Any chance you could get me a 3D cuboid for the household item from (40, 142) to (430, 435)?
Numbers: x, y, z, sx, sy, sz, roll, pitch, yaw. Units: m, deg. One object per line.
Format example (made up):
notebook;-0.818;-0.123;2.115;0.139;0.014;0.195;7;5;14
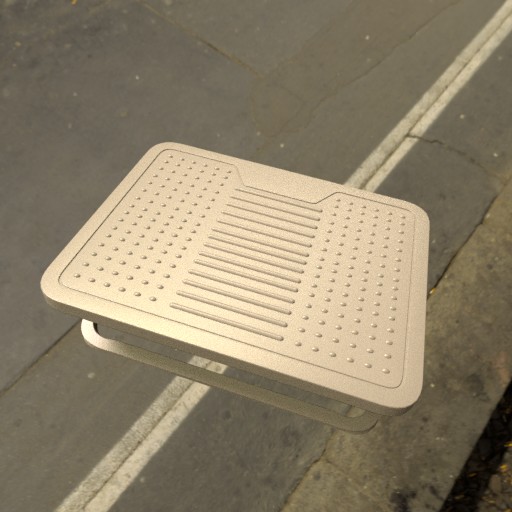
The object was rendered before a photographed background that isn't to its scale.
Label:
household item;0.000;0.000;0.526;0.390;0.126;0.301;16;65;8
